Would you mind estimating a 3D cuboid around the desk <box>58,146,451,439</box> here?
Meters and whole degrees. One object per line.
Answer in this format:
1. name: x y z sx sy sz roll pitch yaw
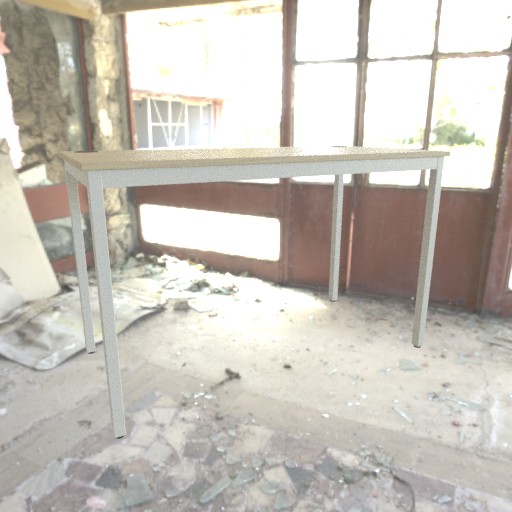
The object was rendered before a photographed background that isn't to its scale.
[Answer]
1. desk: 0.000 0.000 1.617 1.200 0.750 0.600 -8 18 -26
